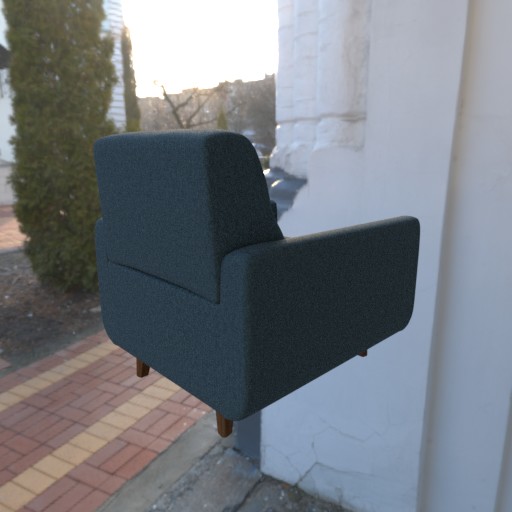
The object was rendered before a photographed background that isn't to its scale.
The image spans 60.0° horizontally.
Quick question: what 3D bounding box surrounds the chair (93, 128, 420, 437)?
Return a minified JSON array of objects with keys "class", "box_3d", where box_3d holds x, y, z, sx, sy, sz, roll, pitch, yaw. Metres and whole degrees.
[{"class":"chair","box_3d":[0.000,0.000,1.732,0.964,0.940,0.880,-13,19,-42]}]
